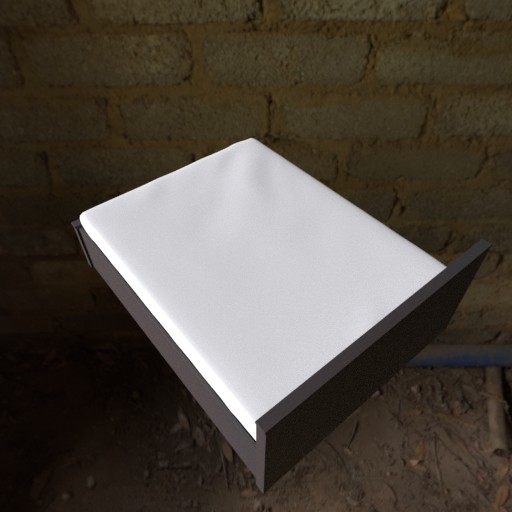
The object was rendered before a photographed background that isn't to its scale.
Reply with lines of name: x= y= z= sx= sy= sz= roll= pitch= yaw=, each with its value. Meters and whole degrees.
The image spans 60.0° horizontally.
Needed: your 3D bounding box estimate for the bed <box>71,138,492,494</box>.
bed: x=0.000 y=0.000 z=2.931 sx=1.634 sy=0.808 sz=2.103 roll=-31 pitch=54 yaw=-26
